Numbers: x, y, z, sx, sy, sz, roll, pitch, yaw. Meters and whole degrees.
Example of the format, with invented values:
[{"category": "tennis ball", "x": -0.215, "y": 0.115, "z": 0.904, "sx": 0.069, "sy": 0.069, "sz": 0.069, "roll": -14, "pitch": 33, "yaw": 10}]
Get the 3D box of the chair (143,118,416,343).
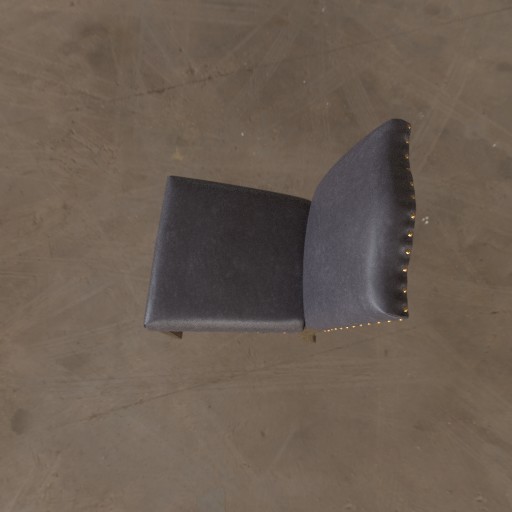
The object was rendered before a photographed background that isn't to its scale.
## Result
[{"category": "chair", "x": 0.000, "y": 0.000, "z": 1.344, "sx": 0.633, "sy": 0.991, "sz": 0.500, "roll": 6, "pitch": 75, "yaw": 1}]
